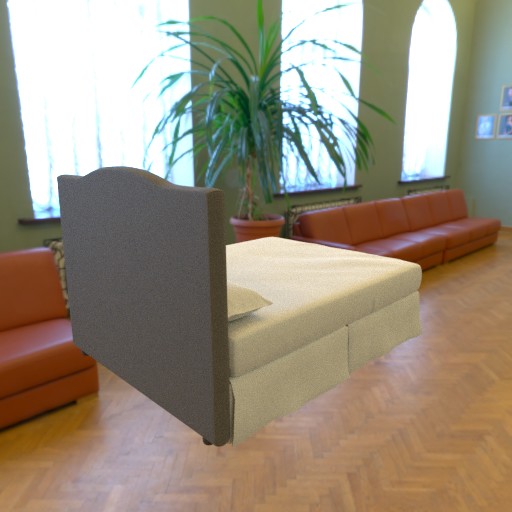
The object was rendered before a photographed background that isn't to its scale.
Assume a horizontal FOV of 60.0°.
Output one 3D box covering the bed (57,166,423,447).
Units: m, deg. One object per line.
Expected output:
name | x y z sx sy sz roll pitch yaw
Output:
bed | 0.000 0.000 3.459 2.282 1.436 1.821 -13 19 -43
